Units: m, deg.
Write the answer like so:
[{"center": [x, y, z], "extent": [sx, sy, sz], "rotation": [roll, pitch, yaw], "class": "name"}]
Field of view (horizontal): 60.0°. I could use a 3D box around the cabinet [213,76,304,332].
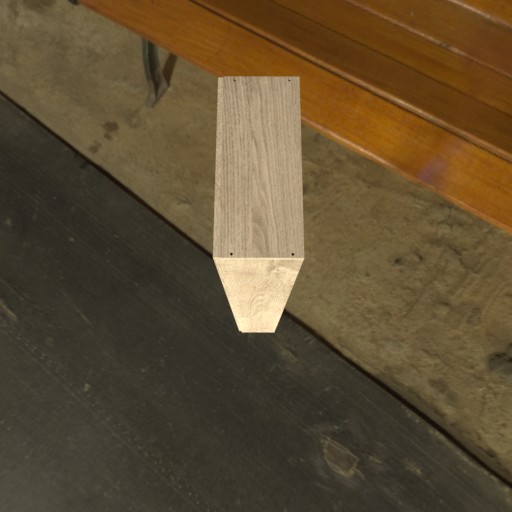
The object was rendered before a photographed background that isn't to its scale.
[{"center": [0.000, 0.000, 1.977], "extent": [0.230, 1.790, 0.500], "rotation": [0, 75, 0], "class": "cabinet"}]
